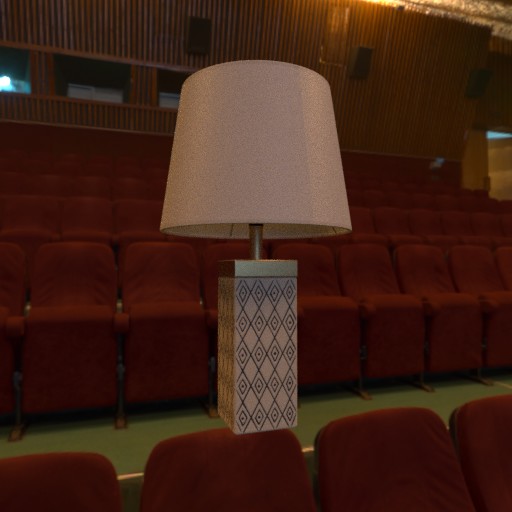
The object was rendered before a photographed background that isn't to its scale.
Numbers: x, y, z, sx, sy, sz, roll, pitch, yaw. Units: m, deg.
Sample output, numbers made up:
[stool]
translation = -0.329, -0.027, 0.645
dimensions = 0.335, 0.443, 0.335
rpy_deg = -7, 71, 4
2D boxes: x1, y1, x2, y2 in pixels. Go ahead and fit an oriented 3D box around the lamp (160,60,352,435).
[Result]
[lamp]
translation = 0.000, 0.000, 0.591
dimensions = 0.251, 0.435, 0.251
rpy_deg = 0, -2, 0
